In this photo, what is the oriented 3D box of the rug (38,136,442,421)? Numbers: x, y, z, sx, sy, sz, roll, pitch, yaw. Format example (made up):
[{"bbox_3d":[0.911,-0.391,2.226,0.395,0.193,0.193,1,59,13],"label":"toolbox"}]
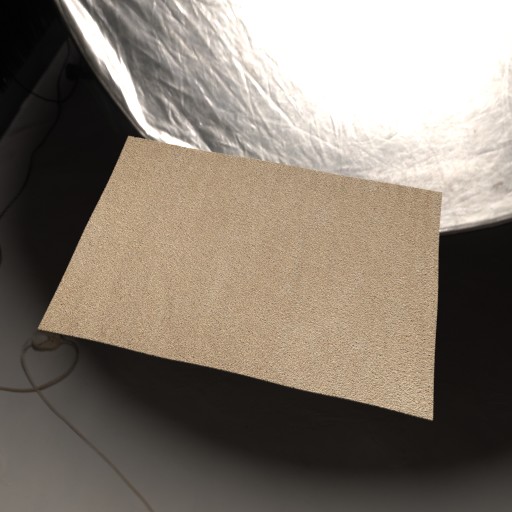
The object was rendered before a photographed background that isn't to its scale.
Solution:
[{"bbox_3d":[0.000,0.000,3.346,2.699,0.025,1.800,11,63,6],"label":"rug"}]
